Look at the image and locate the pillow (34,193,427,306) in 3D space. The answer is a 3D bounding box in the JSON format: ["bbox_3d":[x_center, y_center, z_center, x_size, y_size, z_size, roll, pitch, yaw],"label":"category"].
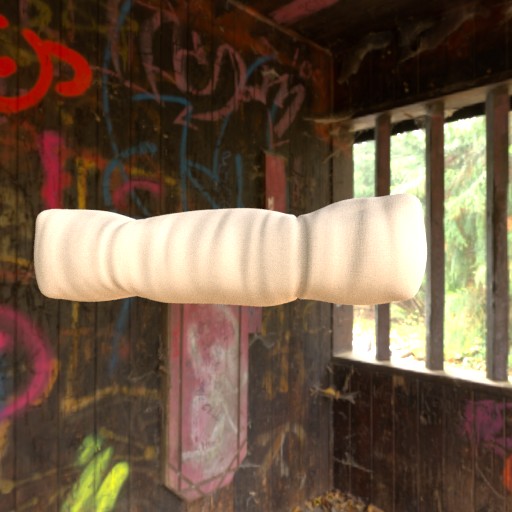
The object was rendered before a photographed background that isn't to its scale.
[{"bbox_3d":[0.000,0.000,0.722,0.490,0.128,0.468,0,-1,17],"label":"pillow"}]
